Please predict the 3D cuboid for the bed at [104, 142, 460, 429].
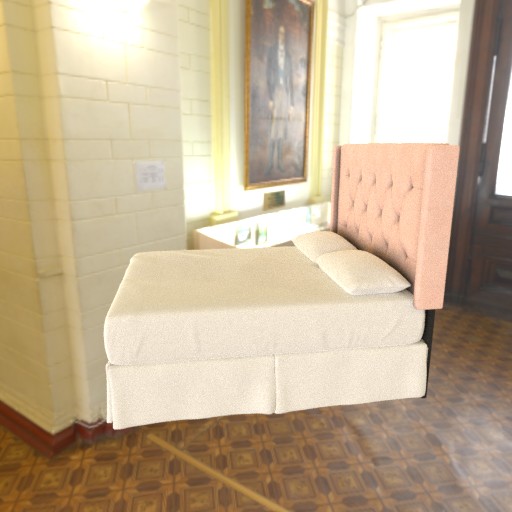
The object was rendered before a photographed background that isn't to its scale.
[{"bbox_3d":[0.000,0.000,3.357,2.066,1.665,1.719,-2,14,-9],"label":"bed"}]
